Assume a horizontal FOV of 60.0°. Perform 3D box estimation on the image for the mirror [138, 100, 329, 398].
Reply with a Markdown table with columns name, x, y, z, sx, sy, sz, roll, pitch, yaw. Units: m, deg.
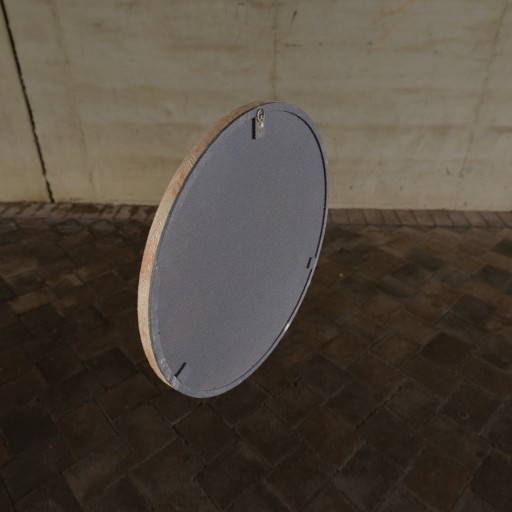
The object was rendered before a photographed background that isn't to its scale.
| name | x | y | z | sx | sy | sz | roll | pitch | yaw |
| --- | --- | --- | --- | --- | --- | --- | --- | --- | --- |
| mirror | 0.000 | 0.000 | 1.072 | 0.038 | 0.710 | 0.710 | 20 | 37 | 29 |
